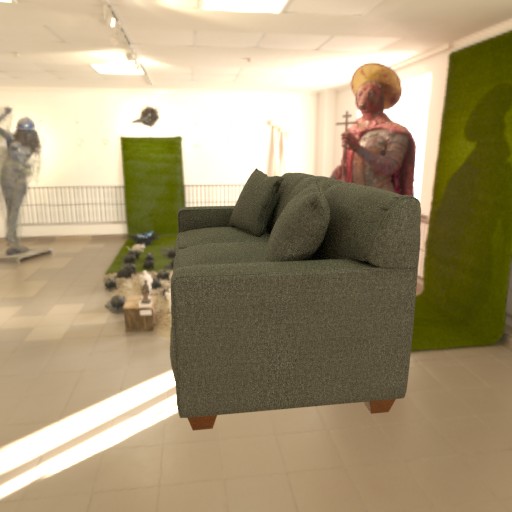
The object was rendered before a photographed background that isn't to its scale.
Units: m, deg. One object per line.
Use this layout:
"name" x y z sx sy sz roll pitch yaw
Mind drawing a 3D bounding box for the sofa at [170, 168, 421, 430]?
"sofa" 0.000 0.000 2.638 0.997 0.958 2.024 -2 14 -9
